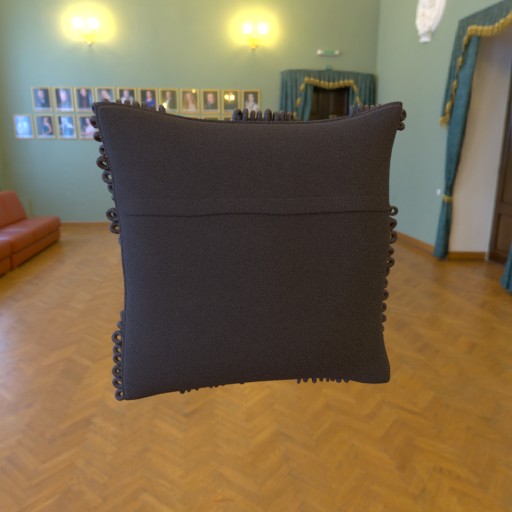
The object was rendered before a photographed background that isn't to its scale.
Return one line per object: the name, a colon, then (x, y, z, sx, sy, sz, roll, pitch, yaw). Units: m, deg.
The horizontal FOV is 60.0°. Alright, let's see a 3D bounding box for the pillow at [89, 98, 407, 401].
pillow: (0.000, 0.000, 0.699, 0.470, 0.467, 0.172, -2, 14, -8)
